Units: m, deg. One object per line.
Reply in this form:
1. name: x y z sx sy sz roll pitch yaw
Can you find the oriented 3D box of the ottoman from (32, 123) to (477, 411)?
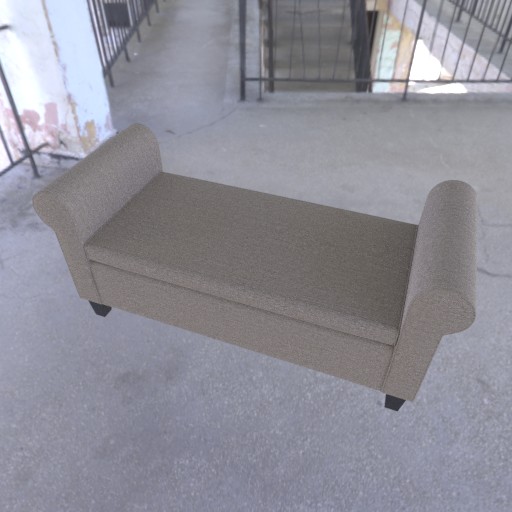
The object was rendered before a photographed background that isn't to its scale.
1. ottoman: 0.000 0.000 1.486 1.256 0.547 0.521 14 43 16
